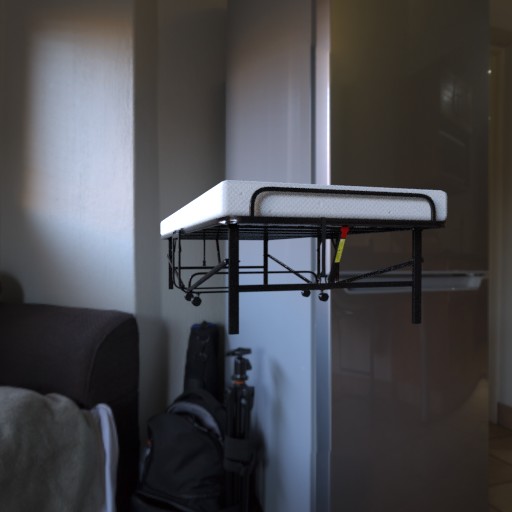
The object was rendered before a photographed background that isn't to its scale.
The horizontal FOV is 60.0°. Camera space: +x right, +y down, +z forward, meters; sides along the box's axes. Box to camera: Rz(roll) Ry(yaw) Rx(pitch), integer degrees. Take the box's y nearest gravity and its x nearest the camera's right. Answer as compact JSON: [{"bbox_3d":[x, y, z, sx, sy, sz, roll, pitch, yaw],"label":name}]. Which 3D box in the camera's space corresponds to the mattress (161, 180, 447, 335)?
[{"bbox_3d":[0.000,0.000,2.544,0.922,0.519,2.153,0,1,-17],"label":"mattress"}]
